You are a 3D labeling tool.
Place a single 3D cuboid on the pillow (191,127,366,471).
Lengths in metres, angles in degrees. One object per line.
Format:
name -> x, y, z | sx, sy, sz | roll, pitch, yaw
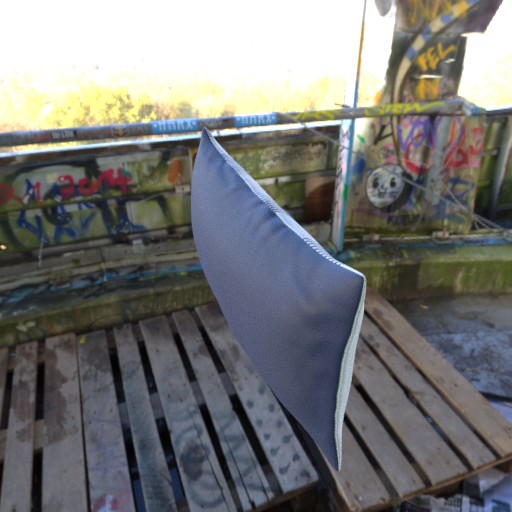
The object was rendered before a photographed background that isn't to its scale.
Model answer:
pillow -> 0.000, 0.000, 0.724 | 0.151, 0.287, 0.610 | -10, 32, -17
